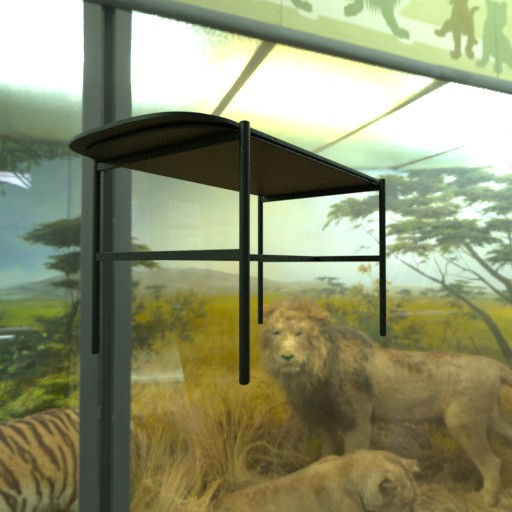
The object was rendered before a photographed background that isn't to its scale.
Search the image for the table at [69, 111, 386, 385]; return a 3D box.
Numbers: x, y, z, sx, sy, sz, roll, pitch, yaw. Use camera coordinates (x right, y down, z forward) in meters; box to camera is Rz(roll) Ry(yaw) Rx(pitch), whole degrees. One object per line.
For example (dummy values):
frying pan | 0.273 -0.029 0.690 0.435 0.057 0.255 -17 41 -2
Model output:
table | 0.000 0.000 1.015 0.400 0.400 0.800 -1 -1 37
